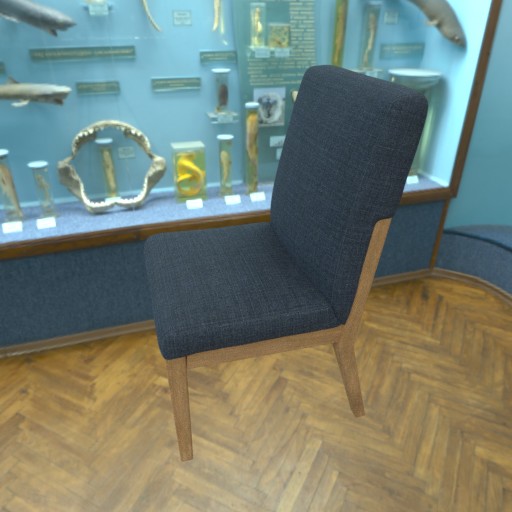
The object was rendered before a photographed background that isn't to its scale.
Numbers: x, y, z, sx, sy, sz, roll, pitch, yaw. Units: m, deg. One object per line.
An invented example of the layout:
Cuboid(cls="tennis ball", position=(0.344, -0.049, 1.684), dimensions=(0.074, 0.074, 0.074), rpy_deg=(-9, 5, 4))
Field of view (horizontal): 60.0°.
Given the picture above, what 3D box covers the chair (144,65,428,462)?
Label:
Cuboid(cls="chair", position=(0.000, 0.000, 1.213), dimensions=(0.586, 0.911, 0.507), rpy_deg=(-8, 31, -14))
